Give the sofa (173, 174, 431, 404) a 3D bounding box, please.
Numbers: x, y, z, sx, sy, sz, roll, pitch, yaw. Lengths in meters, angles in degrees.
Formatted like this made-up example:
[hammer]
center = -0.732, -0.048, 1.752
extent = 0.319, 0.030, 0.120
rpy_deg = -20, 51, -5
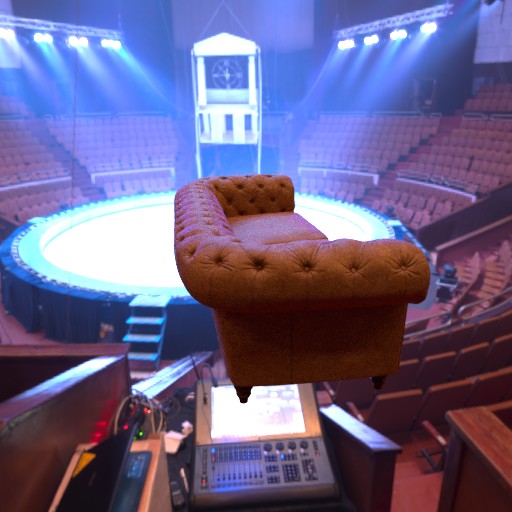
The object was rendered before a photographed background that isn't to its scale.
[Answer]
[sofa]
center = 0.000, 0.000, 2.778
extent = 0.989, 0.760, 2.365
rpy_deg = -3, 18, -9
